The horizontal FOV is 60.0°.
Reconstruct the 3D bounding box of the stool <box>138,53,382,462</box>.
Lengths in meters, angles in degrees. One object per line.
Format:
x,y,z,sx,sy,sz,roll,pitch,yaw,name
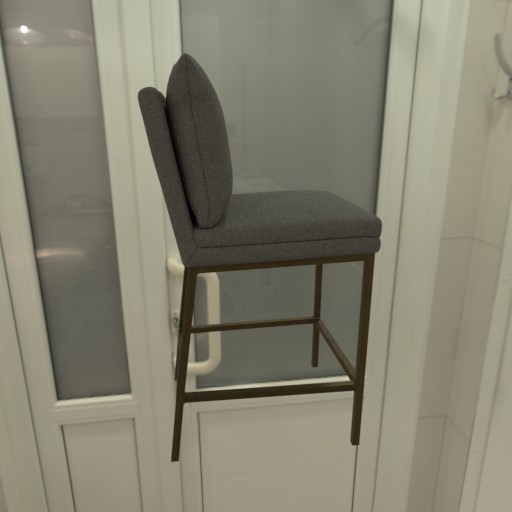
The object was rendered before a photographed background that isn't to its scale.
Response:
0.000,0.000,1.298,0.569,1.030,0.463,-3,17,-8,stool
